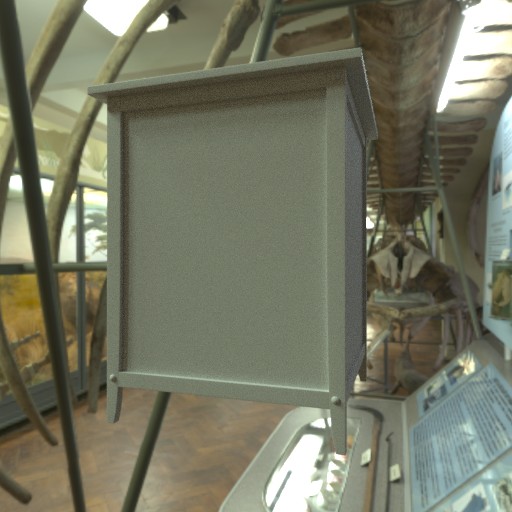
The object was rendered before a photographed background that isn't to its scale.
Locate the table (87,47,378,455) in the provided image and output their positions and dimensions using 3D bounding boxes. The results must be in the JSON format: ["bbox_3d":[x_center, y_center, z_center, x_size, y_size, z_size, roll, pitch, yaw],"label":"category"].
[{"bbox_3d":[0.000,0.000,0.752,0.381,0.483,0.381,0,0,18],"label":"table"}]
